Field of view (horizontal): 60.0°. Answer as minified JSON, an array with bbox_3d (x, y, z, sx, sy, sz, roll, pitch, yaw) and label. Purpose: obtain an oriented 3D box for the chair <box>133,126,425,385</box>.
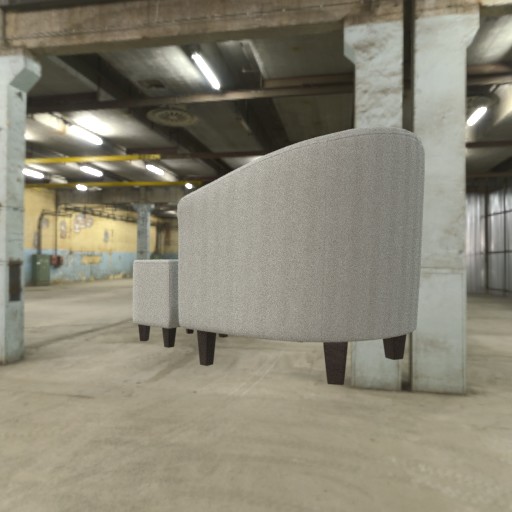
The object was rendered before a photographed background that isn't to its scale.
[{"bbox_3d":[0.000,0.000,1.769,1.288,0.757,0.756,-1,-1,39],"label":"chair"}]
